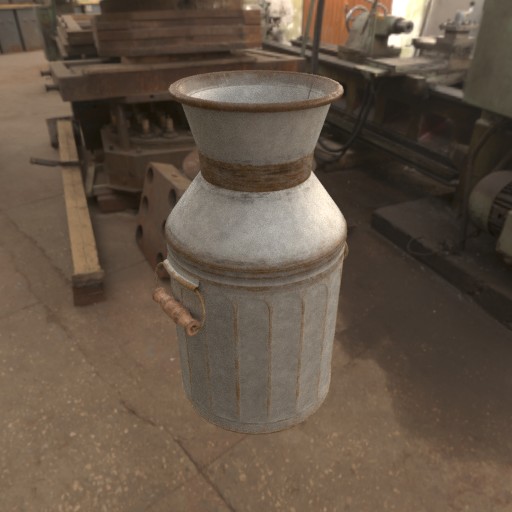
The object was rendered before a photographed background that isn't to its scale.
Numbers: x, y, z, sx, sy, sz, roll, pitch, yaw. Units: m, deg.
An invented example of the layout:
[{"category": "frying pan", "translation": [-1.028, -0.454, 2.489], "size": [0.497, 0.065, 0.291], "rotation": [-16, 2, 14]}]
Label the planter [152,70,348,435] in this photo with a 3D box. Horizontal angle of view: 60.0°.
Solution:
[{"category": "planter", "translation": [0.000, 0.000, 0.539], "size": [0.245, 0.396, 0.214], "rotation": [-23, 38, -32]}]
